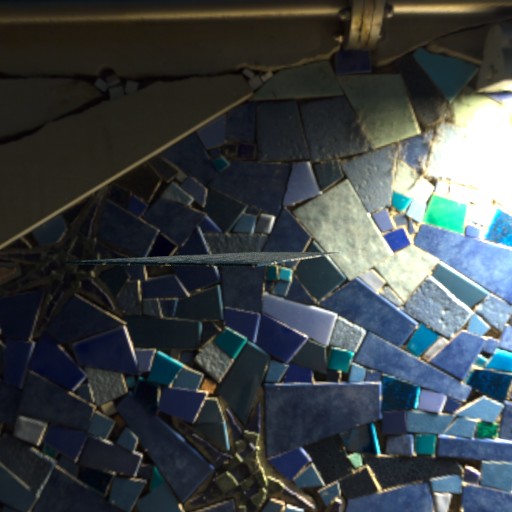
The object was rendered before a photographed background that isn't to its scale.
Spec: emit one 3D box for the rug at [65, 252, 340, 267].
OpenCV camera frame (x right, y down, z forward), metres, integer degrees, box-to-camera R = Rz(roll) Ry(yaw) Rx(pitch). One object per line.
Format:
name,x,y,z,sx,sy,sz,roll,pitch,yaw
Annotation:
rug,0.000,0.000,2.706,0.750,0.011,2.435,0,1,17
